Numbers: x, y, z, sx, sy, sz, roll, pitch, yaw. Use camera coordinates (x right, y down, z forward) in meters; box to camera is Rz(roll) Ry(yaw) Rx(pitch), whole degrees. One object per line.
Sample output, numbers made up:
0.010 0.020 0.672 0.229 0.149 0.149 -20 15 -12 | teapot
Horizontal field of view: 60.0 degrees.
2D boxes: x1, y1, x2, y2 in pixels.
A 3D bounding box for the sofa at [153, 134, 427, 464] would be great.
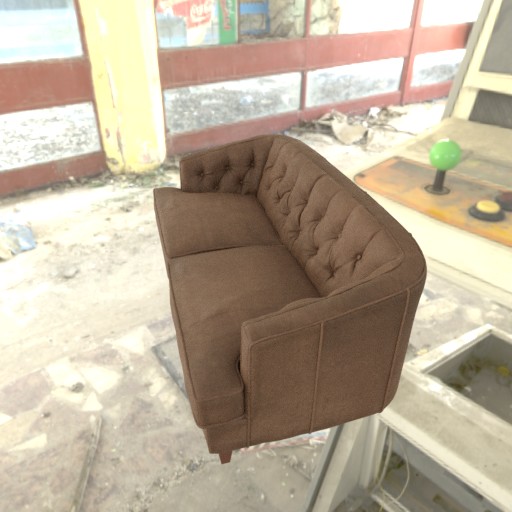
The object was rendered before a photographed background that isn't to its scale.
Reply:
0.000 0.000 2.233 0.917 0.799 1.767 -8 33 -13 | sofa
